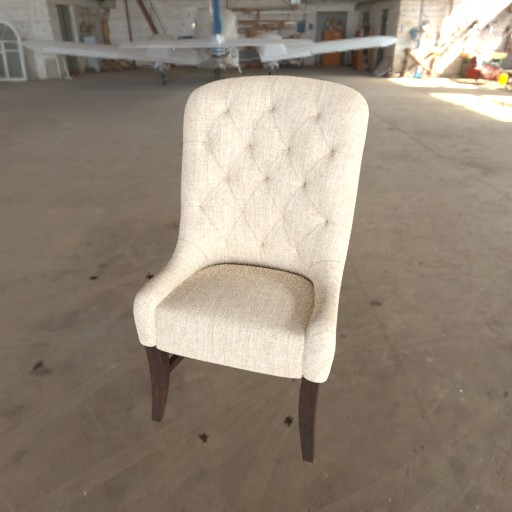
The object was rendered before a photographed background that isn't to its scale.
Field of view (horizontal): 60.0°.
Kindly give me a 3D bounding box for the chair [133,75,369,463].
[{"bbox_3d":[0.000,0.000,1.502,0.634,1.091,0.629,8,28,15],"label":"chair"}]
